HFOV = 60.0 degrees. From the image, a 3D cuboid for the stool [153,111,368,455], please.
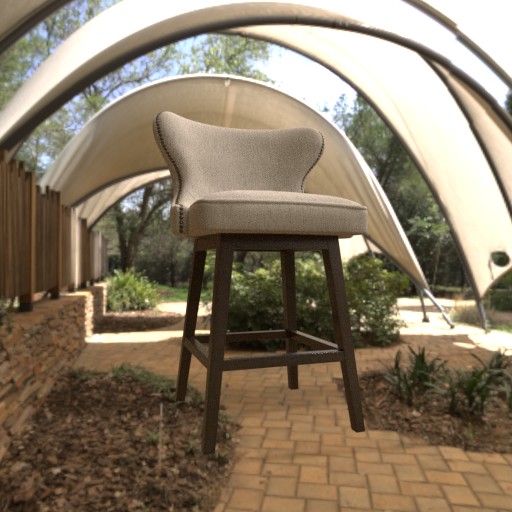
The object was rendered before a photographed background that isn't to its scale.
[{"bbox_3d":[0.000,0.000,1.400,0.615,0.972,0.597,0,-1,-19],"label":"stool"}]
